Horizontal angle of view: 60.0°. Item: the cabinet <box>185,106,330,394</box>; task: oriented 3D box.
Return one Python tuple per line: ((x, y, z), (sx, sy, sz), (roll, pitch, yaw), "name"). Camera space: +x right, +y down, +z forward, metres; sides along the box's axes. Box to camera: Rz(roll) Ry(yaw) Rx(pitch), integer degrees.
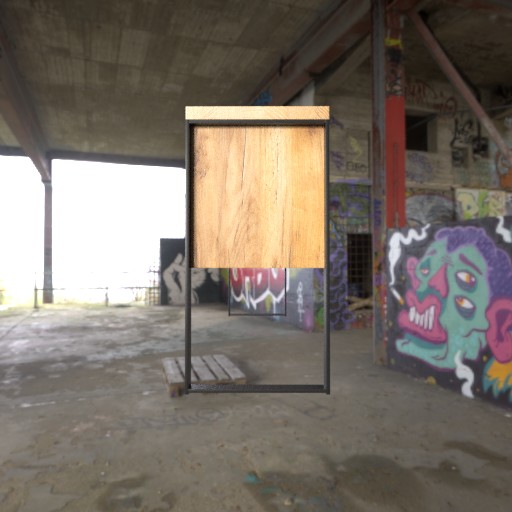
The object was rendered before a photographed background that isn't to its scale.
((0.000, 0.000, 2.071), (0.395, 0.762, 1.800), (0, -1, 0), "cabinet")
